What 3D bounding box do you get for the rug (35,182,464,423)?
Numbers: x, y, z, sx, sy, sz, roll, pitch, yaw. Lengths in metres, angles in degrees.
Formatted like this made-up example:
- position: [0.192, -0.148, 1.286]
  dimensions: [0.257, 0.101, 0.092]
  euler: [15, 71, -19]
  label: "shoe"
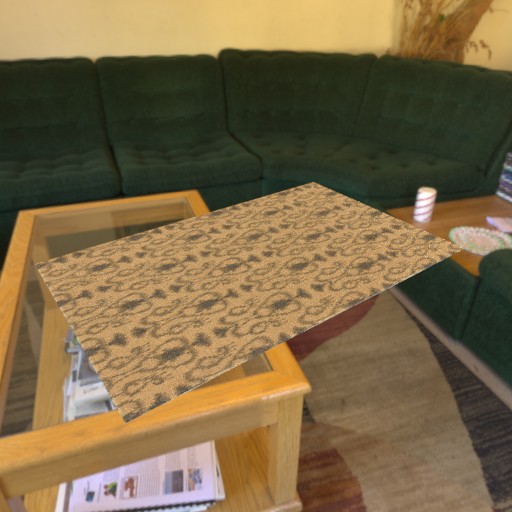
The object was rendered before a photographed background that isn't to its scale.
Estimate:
- position: [0.000, 0.000, 2.006]
  dimensions: [1.652, 0.006, 1.035]
  euler: [-21, 36, -30]
  label: "rug"
